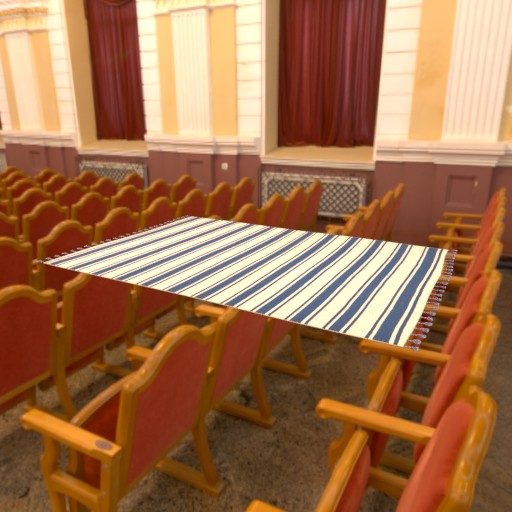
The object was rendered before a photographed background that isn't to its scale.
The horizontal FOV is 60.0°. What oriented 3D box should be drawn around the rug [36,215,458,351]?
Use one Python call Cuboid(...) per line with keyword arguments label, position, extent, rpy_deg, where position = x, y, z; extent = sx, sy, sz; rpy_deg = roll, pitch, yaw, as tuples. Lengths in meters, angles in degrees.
Cuboid(label="rug", position=(0.000, 0.000, 2.882), extent=(2.315, 0.010, 1.544), rpy_deg=(9, 20, 28))
